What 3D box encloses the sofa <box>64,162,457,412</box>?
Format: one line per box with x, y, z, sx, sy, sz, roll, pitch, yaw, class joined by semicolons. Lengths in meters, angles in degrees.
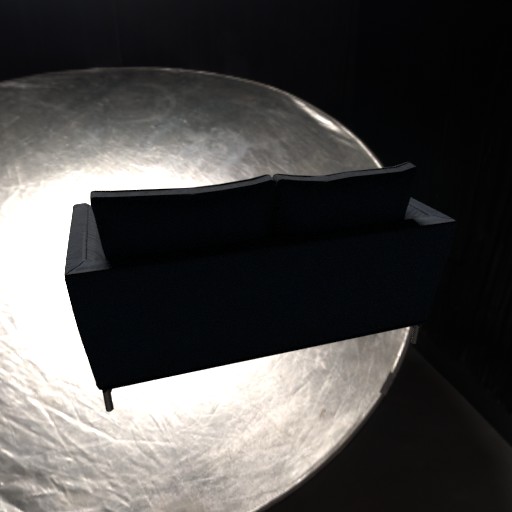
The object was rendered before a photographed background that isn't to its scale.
0.000;0.000;2.337;1.770;1.002;0.853;-8;27;-16;sofa
